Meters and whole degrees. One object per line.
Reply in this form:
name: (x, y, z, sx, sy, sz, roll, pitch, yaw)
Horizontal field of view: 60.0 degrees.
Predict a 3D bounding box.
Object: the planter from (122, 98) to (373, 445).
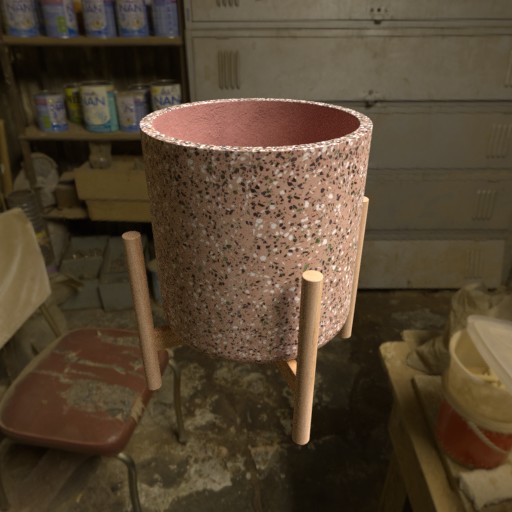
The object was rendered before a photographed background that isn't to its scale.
planter: (0.000, 0.000, 0.692, 0.360, 0.419, 0.360, 1, 29, 1)
